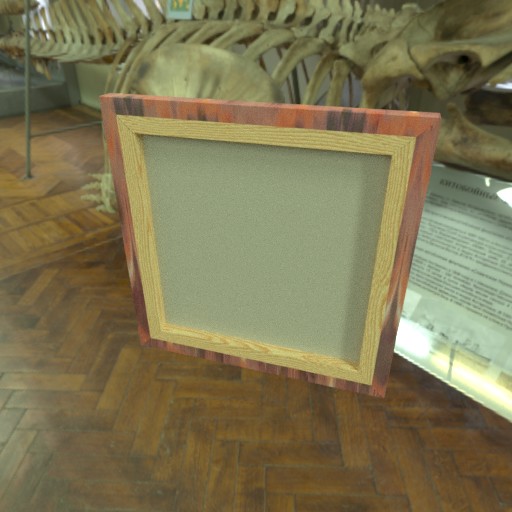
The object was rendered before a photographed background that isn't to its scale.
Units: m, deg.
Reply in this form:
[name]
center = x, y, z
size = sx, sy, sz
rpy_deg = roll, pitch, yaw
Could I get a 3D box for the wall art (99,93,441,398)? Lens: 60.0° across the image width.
[wall art]
center = 0.000, 0.000, 0.919
size = 0.603, 0.609, 0.037
rpy_deg = 9, 31, 15
